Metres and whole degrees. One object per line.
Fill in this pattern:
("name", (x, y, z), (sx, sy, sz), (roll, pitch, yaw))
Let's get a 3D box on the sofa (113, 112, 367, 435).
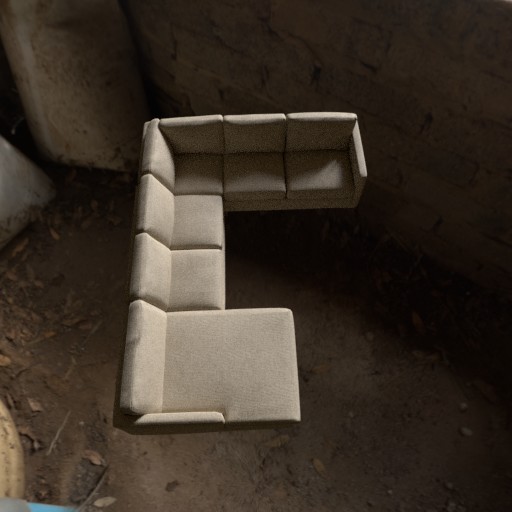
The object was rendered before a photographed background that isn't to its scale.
("sofa", (0.000, 0.000, 4.748), (2.593, 0.959, 3.460), (-2, 63, -1))
